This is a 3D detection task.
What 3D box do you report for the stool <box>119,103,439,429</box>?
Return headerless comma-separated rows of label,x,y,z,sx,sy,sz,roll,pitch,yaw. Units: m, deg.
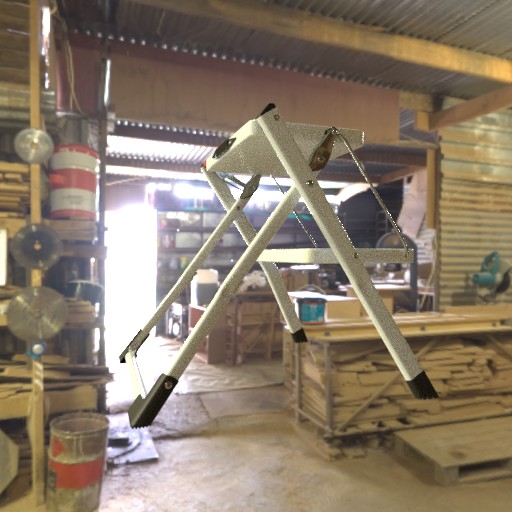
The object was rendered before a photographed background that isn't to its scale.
stool,0.000,0.000,0.849,0.490,0.445,0.485,0,0,-19
